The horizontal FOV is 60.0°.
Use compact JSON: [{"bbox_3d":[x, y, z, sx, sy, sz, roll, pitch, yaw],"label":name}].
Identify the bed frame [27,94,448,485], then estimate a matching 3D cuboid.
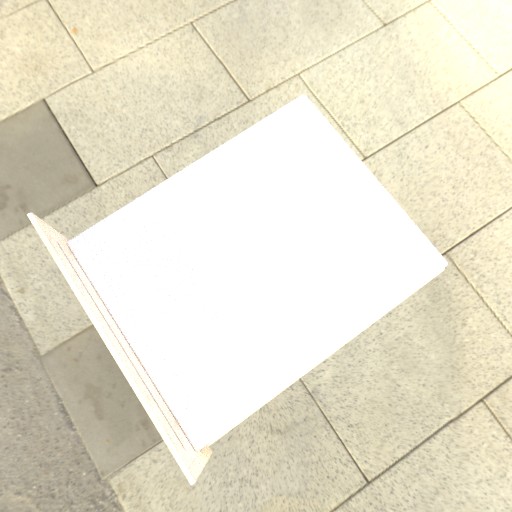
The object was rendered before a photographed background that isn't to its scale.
[{"bbox_3d":[0.000,0.000,3.044,2.080,0.900,1.800,-34,77,-9],"label":"bed frame"}]
